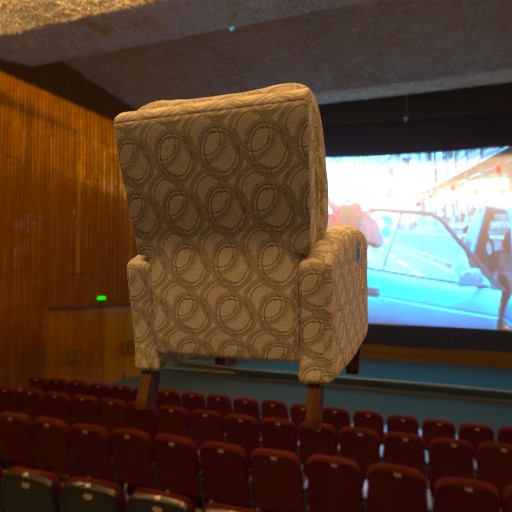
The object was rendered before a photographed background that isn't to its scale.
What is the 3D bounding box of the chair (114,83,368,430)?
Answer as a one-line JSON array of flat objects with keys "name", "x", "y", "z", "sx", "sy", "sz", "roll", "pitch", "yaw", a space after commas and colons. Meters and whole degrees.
[{"name": "chair", "x": 0.000, "y": 0.000, "z": 1.769, "sx": 0.796, "sy": 1.065, "sz": 0.995, "roll": -1, "pitch": -2, "yaw": 19}]
